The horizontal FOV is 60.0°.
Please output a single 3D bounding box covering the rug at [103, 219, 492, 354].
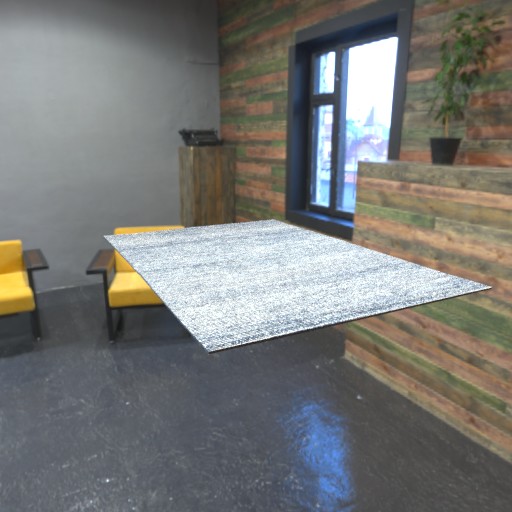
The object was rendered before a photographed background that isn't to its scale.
[{"bbox_3d":[0.000,0.000,3.002,1.624,0.030,2.349,-7,16,-26],"label":"rug"}]
